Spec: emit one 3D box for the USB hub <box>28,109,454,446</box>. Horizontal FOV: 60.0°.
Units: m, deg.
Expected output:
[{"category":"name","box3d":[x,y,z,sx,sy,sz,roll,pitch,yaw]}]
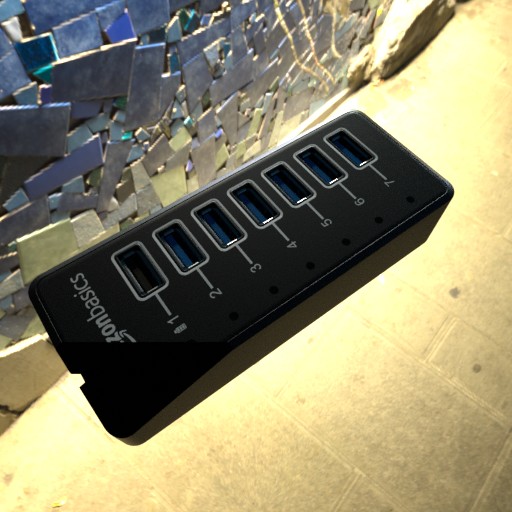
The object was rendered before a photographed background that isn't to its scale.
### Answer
[{"category":"USB hub","box3d":[0.000,0.000,0.125,0.110,0.023,0.044,-32,64,-18]}]
